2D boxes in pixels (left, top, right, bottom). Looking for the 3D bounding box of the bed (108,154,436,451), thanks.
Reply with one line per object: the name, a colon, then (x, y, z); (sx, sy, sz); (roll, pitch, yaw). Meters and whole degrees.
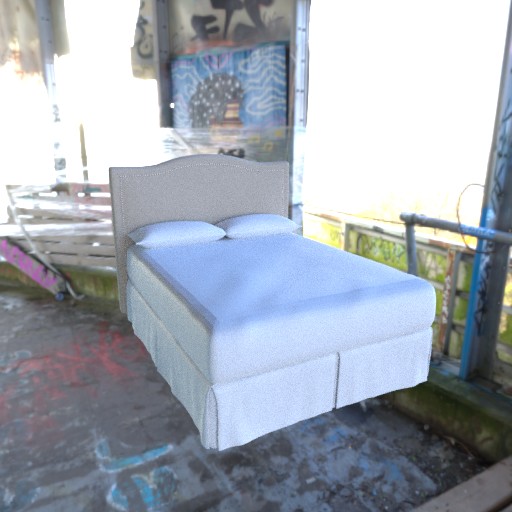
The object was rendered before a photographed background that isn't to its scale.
bed: (0.000, 0.000, 3.256); (1.678, 1.398, 2.052); (-8, 17, -26)
